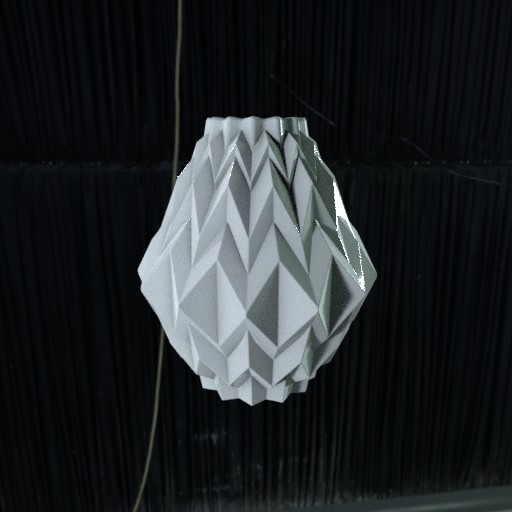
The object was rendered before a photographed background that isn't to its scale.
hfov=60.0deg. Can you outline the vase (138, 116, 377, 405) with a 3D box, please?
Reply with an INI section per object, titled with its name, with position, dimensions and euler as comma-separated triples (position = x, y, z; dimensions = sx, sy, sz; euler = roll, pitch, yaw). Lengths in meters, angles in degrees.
[vase]
position = 0.000, 0.000, 0.311
dimensions = 0.164, 0.185, 0.164
euler = 0, 16, 0
